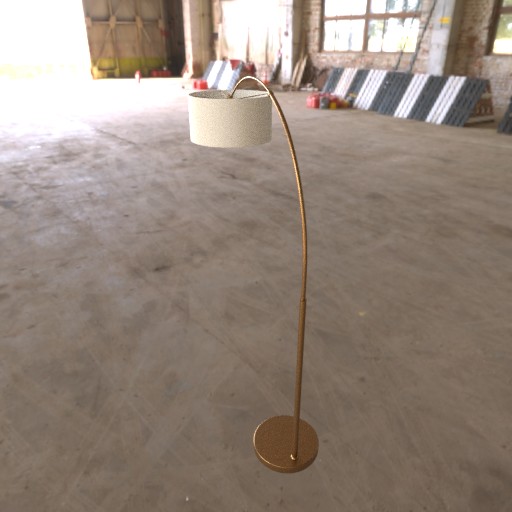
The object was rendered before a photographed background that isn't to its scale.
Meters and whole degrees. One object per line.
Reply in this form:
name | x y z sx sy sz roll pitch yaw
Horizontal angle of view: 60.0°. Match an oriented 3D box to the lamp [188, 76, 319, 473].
lamp | 0.000 0.000 2.572 0.493 1.927 1.434 -8 27 -17
